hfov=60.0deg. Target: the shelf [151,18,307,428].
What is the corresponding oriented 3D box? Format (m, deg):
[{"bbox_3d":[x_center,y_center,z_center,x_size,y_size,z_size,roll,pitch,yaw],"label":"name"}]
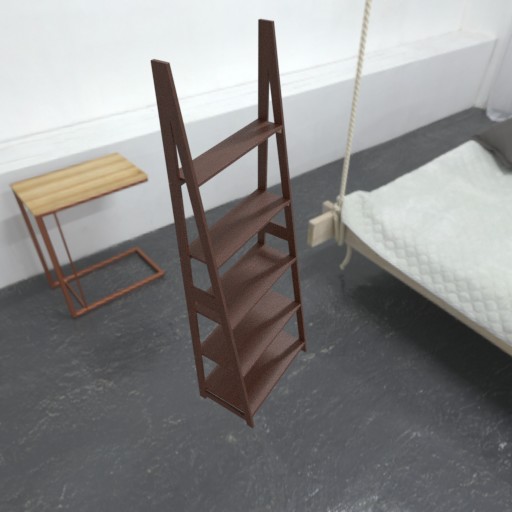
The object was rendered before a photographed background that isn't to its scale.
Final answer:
[{"bbox_3d":[0.000,0.000,1.988,0.350,1.770,0.600,23,46,25],"label":"shelf"}]
